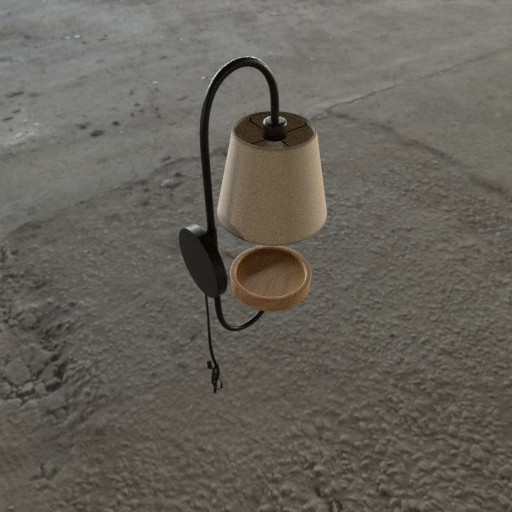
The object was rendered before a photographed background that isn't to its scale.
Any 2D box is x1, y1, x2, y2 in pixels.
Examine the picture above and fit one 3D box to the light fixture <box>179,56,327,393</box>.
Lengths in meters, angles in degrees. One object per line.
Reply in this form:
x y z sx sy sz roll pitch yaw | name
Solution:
0.000 0.000 0.944 0.299 0.821 0.220 -26 48 -26 | light fixture
